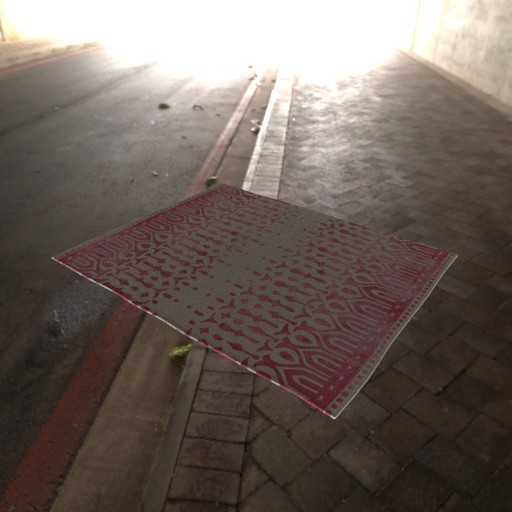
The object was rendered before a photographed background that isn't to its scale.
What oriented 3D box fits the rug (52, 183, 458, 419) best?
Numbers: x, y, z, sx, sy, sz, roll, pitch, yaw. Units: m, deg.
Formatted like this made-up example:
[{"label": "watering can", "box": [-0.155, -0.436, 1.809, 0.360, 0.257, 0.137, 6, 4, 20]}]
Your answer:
[{"label": "rug", "box": [0.000, 0.000, 4.261, 3.095, 0.016, 2.441, 22, 37, 32]}]
